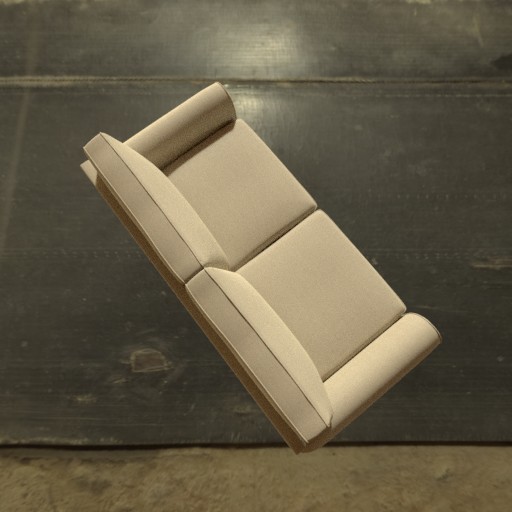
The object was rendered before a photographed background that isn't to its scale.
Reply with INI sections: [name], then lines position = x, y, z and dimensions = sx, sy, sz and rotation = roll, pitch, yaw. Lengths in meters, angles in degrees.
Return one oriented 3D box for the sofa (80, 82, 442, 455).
[sofa]
position = 0.000, 0.000, 2.267
dimensions = 0.861, 0.933, 1.774
rotation = -37, 79, -9
